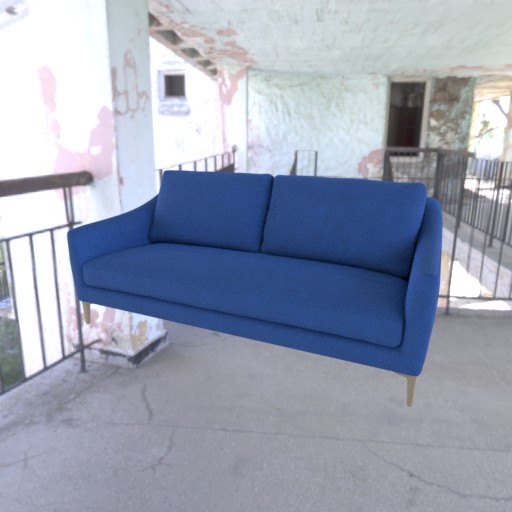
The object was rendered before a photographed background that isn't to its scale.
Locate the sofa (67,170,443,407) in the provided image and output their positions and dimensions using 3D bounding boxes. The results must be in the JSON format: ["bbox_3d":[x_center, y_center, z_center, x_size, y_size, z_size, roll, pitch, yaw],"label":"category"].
[{"bbox_3d":[0.000,0.000,2.576,2.036,0.903,0.960,8,17,26],"label":"sofa"}]
